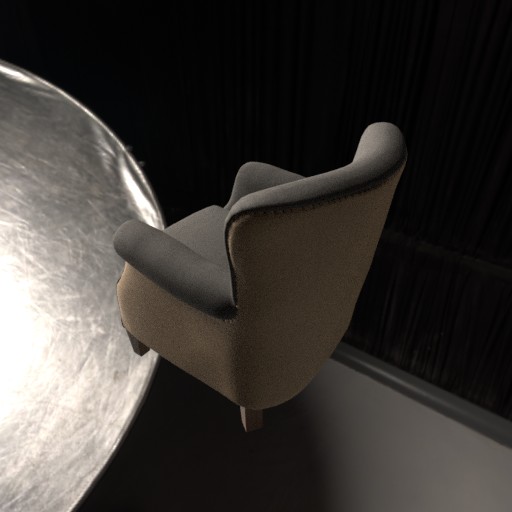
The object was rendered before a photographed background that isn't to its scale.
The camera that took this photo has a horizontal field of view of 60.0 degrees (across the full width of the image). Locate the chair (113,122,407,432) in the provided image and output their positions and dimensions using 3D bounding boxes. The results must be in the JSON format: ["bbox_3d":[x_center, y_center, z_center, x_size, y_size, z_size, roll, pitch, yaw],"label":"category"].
[{"bbox_3d":[0.000,0.000,1.660,0.921,0.936,0.861,22,39,30],"label":"chair"}]
